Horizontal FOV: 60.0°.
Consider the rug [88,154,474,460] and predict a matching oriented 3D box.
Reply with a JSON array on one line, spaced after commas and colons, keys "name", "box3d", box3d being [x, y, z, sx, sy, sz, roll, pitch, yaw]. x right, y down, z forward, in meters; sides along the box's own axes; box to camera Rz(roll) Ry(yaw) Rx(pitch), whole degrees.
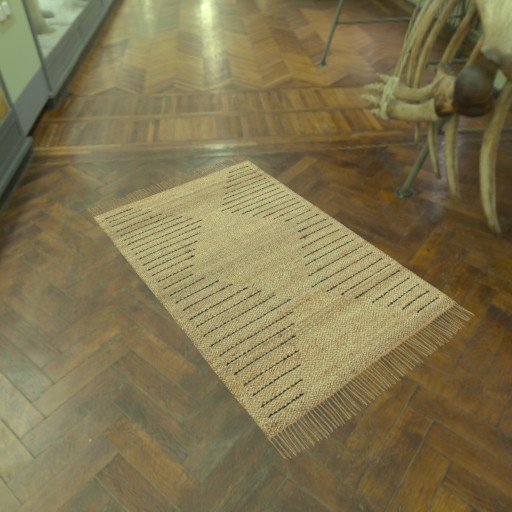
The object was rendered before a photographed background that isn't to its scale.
[{"name": "rug", "box3d": [0.000, 0.000, 2.552, 1.224, 0.027, 2.085, -26, 48, -27]}]
